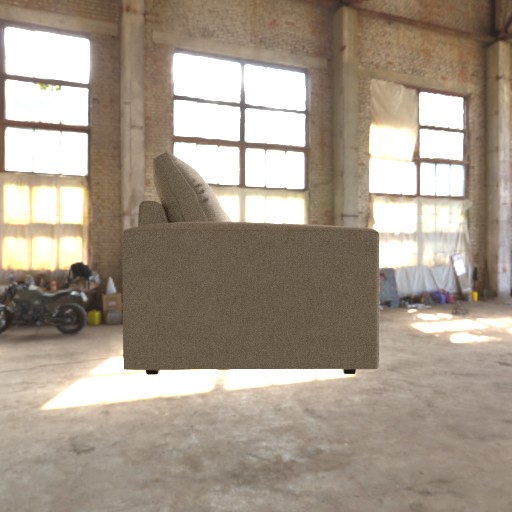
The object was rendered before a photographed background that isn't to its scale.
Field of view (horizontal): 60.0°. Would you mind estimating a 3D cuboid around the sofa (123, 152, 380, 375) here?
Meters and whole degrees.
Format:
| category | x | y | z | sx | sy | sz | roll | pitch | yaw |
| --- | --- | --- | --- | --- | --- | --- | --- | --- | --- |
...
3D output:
| category | x | y | z | sx | sy | sz | roll | pitch | yaw |
| --- | --- | --- | --- | --- | --- | --- | --- | --- | --- |
| sofa | 0.000 | 0.000 | 2.818 | 1.040 | 0.922 | 2.299 | 0 | 1 | -1 |
